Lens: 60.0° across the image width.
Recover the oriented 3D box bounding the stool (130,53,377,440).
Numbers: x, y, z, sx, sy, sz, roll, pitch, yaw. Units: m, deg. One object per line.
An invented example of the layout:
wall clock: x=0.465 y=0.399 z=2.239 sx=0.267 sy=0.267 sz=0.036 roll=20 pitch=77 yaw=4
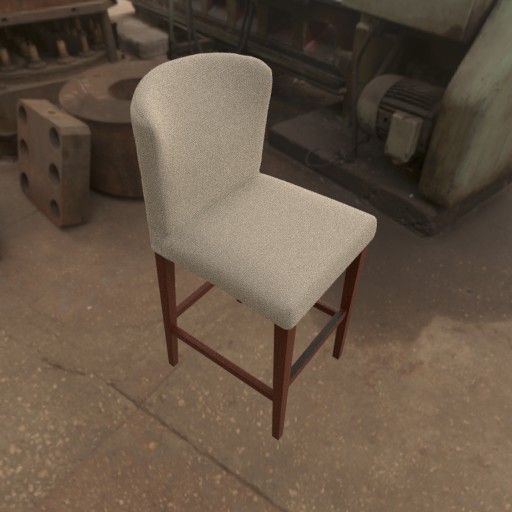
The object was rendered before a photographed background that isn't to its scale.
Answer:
stool: x=0.000 y=0.000 z=1.377 sx=0.568 sy=1.069 sz=0.481 roll=26 pitch=48 yaw=27
